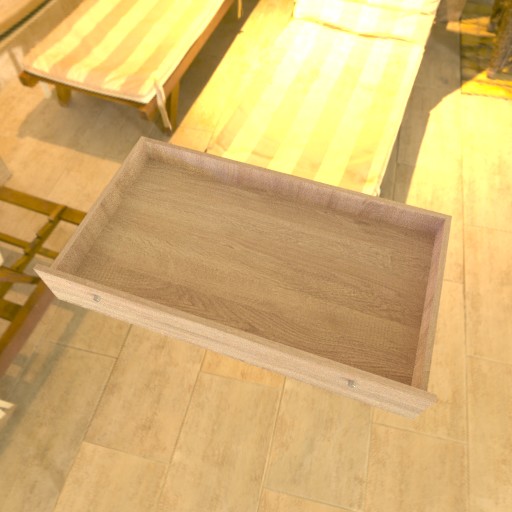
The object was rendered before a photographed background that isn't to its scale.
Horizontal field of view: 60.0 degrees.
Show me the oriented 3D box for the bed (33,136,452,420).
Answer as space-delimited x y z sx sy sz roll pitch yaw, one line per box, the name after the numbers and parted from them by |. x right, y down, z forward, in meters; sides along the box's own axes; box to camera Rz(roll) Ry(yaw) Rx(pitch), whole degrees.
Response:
0.000 0.000 1.490 1.200 0.209 0.685 16 59 10 | bed
